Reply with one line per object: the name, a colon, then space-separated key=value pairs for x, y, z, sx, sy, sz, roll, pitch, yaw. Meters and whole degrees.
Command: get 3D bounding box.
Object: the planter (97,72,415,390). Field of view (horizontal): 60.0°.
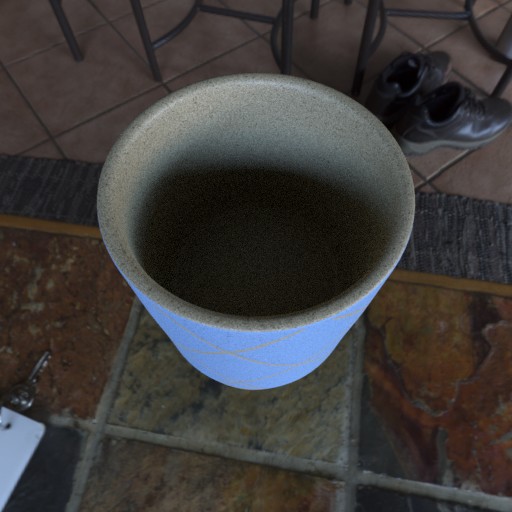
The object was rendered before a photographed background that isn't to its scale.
planter: x=0.000 y=0.000 z=0.422 sx=0.227 sy=0.235 sz=0.227 roll=0 pitch=62 yaw=0
